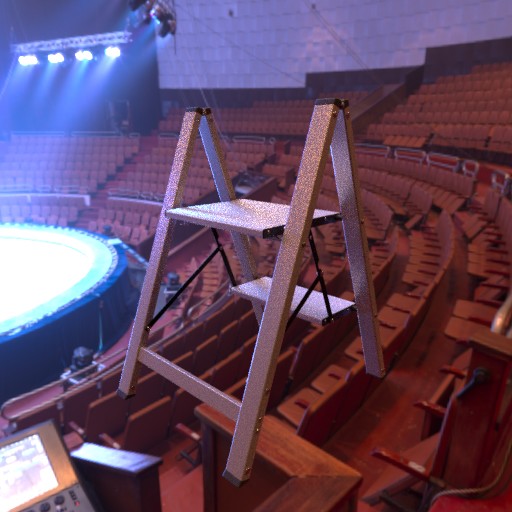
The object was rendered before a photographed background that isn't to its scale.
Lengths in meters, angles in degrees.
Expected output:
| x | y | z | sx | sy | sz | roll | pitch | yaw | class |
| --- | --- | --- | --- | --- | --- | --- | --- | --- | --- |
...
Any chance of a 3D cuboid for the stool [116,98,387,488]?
| x | y | z | sx | sy | sz | roll | pitch | yaw | class |
| --- | --- | --- | --- | --- | --- | --- | --- | --- | --- |
| 0.000 | 0.000 | 1.030 | 0.440 | 0.670 | 0.535 | 14 | 21 | 42 | stool |
